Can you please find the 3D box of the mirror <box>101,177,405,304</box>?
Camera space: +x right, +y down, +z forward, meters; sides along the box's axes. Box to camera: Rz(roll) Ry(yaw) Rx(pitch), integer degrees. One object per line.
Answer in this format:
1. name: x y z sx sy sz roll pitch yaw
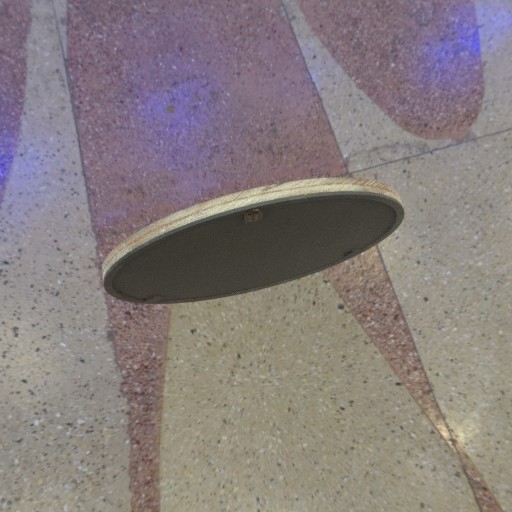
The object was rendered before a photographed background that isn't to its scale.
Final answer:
1. mirror: 0.000 0.000 1.078 0.710 0.710 0.038 -13 75 -4
